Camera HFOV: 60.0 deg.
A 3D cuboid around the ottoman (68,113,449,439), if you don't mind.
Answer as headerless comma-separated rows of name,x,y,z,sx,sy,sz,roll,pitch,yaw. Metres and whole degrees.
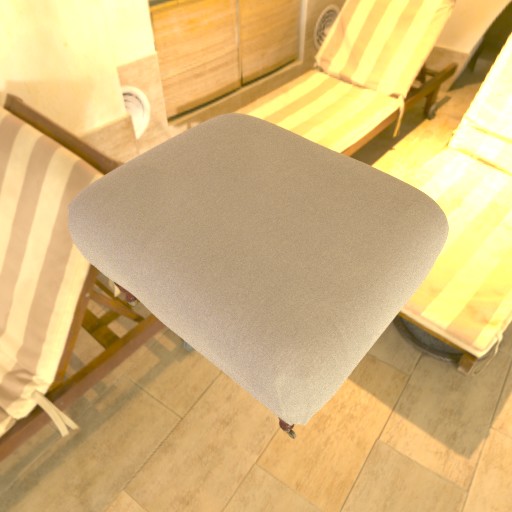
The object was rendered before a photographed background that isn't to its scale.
ottoman,0.000,0.000,1.136,0.746,0.450,0.622,32,54,27
